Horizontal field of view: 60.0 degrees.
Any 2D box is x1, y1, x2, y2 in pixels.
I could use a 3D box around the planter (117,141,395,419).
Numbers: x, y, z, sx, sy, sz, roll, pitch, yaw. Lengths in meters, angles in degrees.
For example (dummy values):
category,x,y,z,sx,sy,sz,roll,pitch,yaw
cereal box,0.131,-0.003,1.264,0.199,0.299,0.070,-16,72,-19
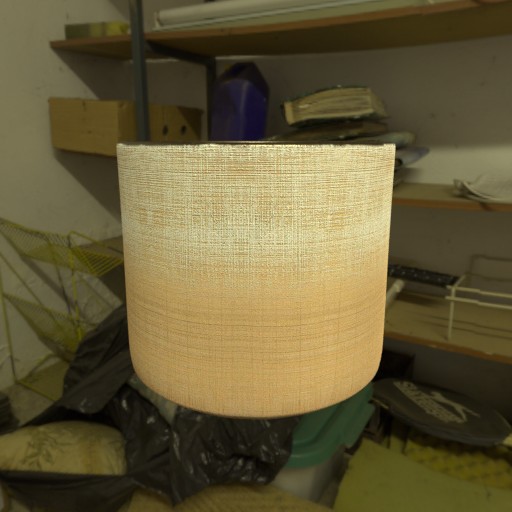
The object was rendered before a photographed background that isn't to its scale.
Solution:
category,x,y,z,sx,sy,sz,roll,pitch,yaw
planter,0.000,0.000,0.441,0.254,0.221,0.254,0,15,0
